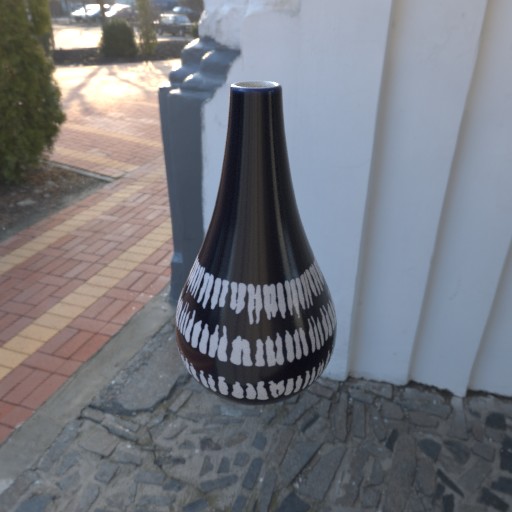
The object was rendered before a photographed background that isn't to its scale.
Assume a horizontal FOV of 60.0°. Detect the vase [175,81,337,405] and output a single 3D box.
[{"bbox_3d":[0.000,0.000,0.403,0.159,0.295,0.159,0,29,0],"label":"vase"}]
